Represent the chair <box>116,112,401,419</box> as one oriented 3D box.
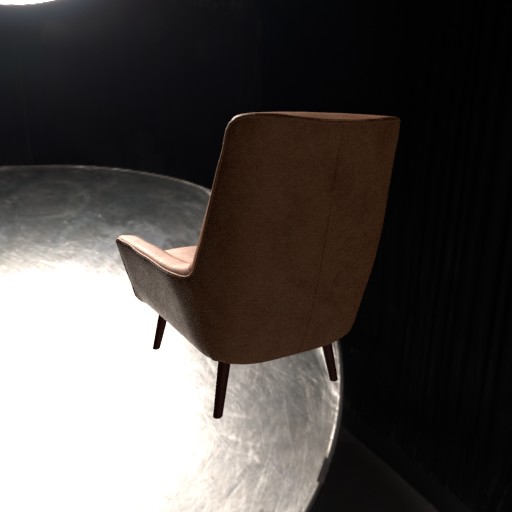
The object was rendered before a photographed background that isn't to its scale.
[{"bbox_3d":[0.000,0.000,1.485,0.753,0.883,0.851,-8,17,-28],"label":"chair"}]
